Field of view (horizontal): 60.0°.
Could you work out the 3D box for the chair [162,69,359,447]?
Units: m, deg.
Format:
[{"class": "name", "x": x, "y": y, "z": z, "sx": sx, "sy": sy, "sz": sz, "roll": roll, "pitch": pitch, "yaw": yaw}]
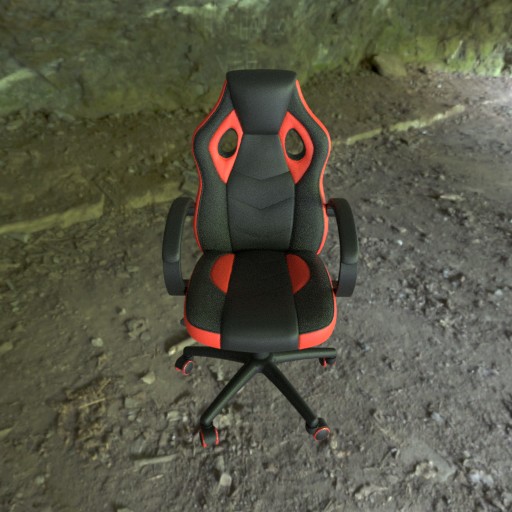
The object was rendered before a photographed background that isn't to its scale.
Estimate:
[{"class": "chair", "x": 0.000, "y": 0.000, "z": 1.382, "sx": 0.600, "sy": 1.016, "sz": 0.642, "roll": 0, "pitch": 30, "yaw": 1}]
